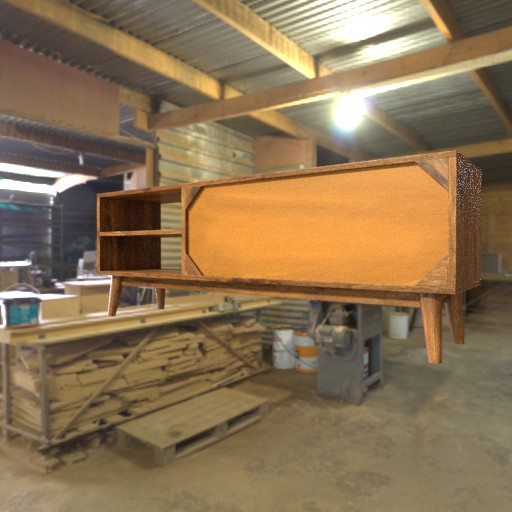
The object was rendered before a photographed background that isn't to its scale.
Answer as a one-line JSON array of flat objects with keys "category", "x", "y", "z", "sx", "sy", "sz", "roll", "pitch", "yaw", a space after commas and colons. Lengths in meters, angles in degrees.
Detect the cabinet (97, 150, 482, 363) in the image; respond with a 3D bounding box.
[{"category": "cabinet", "x": 0.000, "y": 0.000, "z": 1.641, "sx": 1.448, "sy": 0.528, "sz": 0.349, "roll": 1, "pitch": 1, "yaw": 36}]
